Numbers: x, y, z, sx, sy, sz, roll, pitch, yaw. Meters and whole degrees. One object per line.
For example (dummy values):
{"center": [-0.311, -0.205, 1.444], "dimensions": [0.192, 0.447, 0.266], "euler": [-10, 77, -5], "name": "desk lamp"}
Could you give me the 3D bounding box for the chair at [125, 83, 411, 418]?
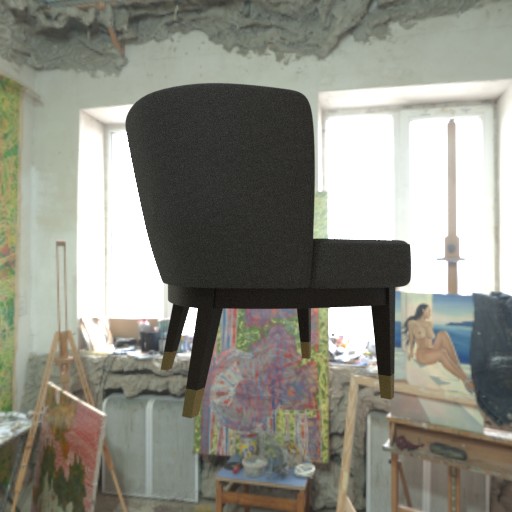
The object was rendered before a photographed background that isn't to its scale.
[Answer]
{"center": [0.000, 0.000, 1.230], "dimensions": [0.698, 0.695, 0.639], "euler": [0, -1, -18], "name": "chair"}
